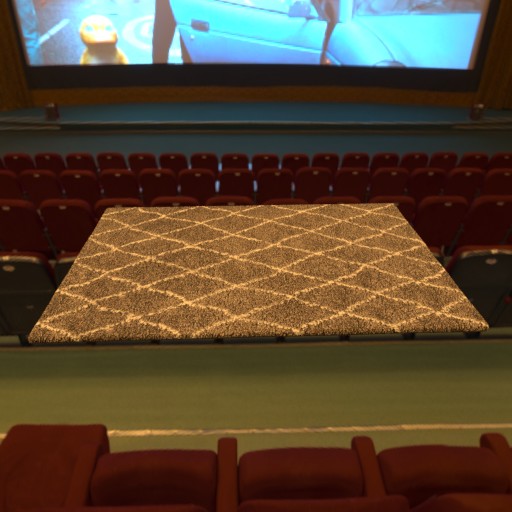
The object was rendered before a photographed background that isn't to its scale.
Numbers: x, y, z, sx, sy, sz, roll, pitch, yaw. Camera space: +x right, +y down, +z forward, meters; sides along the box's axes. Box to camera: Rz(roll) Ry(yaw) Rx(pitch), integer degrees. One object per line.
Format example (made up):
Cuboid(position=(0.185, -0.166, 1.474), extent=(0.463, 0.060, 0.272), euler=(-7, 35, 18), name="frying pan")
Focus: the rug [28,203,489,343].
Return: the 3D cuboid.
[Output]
Cuboid(position=(0.000, 0.000, 2.224), extent=(1.778, 0.030, 1.219), euler=(-1, 30, -2), name="rug")
